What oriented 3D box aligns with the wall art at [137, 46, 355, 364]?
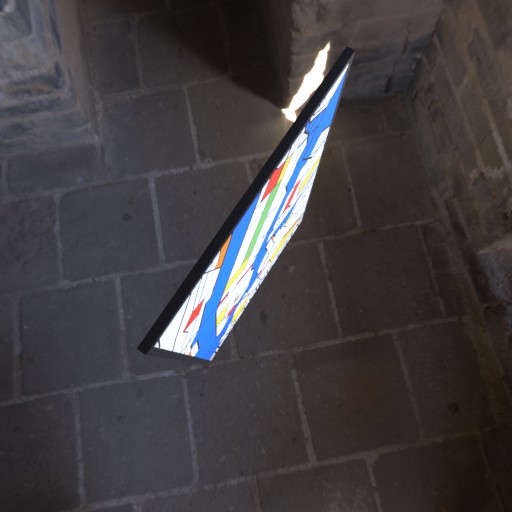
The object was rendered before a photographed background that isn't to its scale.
[{"bbox_3d":[0.000,0.000,0.848,0.013,0.660,0.460,32,78,8],"label":"wall art"}]
